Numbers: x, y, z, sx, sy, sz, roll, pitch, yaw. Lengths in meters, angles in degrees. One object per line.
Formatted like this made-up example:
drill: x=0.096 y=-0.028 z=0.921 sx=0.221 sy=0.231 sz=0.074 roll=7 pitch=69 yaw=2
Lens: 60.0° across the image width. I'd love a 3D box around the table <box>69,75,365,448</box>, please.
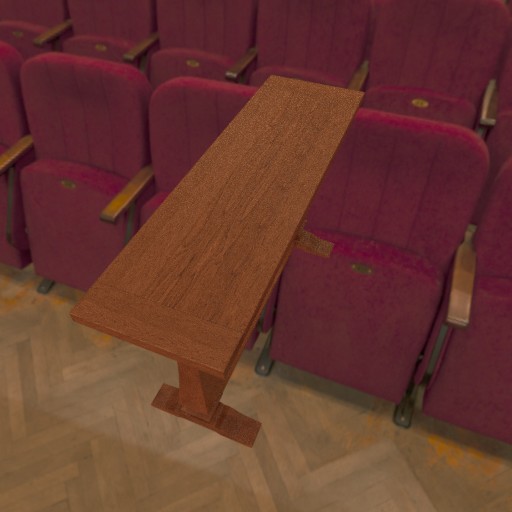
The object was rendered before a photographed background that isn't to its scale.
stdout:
table: x=0.000 y=0.000 z=1.880 sx=0.461 sy=0.852 sz=1.478 roll=17 pitch=49 yaw=15
